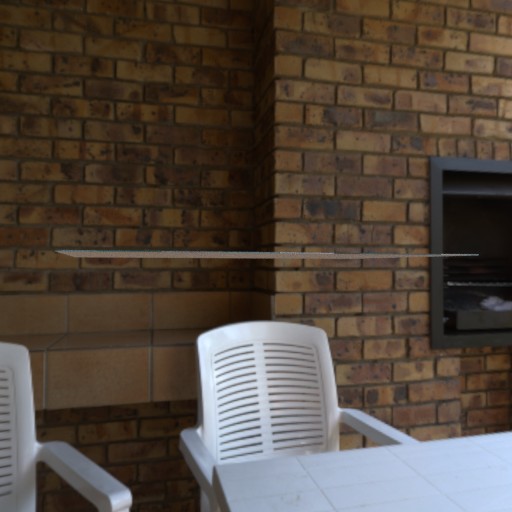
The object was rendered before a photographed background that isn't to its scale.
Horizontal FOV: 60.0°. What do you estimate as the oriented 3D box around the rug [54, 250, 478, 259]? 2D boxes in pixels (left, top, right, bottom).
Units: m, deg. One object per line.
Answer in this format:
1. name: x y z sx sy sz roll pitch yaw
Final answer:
1. rug: 0.000 0.000 3.081 2.420 0.005 1.528 0 -1 -19
